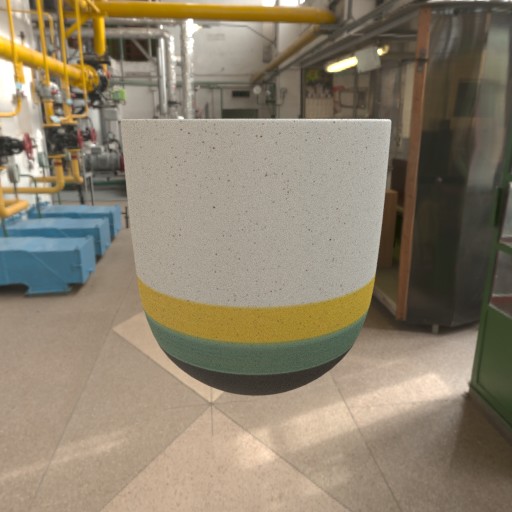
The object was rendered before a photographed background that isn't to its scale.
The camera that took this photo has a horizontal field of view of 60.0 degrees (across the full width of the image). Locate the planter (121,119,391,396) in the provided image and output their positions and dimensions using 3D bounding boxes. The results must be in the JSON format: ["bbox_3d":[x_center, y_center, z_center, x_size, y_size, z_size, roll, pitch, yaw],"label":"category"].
[{"bbox_3d":[0.000,0.000,0.363,0.195,0.214,0.195,0,17,0],"label":"planter"}]
